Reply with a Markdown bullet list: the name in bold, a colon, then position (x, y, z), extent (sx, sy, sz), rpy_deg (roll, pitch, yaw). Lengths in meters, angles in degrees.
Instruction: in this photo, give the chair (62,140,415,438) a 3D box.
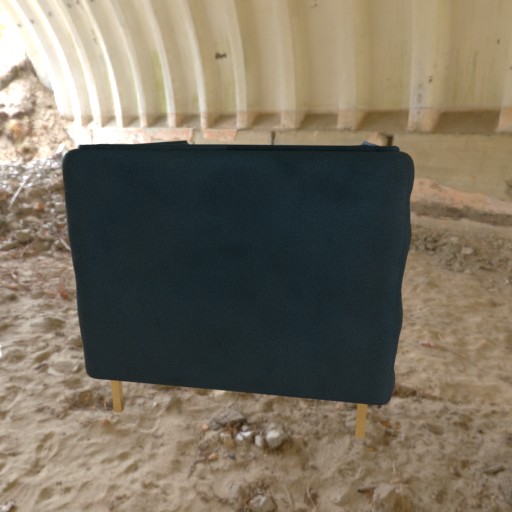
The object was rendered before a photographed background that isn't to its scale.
- **chair**: position (0.000, 0.000, 1.512), extent (0.868, 0.771, 0.877), rpy_deg (3, 17, 9)
